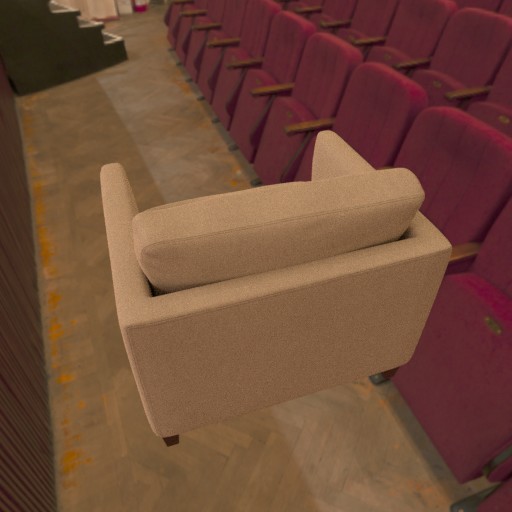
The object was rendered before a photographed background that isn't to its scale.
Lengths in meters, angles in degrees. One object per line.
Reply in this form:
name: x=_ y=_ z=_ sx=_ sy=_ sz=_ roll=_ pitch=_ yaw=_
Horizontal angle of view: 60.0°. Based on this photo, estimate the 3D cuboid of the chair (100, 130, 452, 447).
chair: x=0.000 y=0.000 z=1.833 sx=1.107 sy=0.961 sz=0.959 roll=-12 pitch=43 yaw=-14
